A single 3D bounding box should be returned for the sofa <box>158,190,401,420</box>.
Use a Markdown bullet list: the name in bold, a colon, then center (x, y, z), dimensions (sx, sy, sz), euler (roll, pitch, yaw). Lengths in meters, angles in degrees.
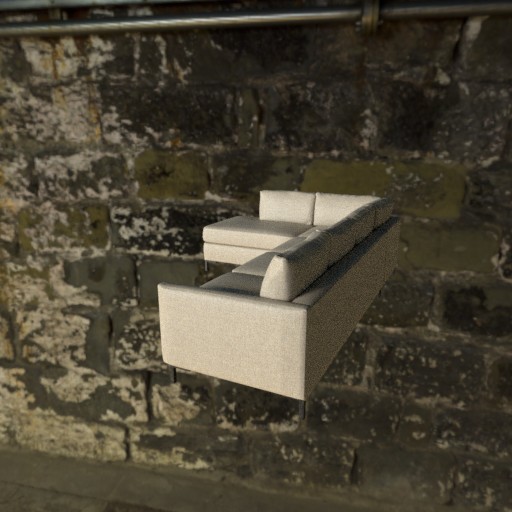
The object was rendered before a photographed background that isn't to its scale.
- **sofa**: center (0.000, 0.000, 3.144), dimensions (1.617, 0.703, 2.423), euler (7, 16, 25)
